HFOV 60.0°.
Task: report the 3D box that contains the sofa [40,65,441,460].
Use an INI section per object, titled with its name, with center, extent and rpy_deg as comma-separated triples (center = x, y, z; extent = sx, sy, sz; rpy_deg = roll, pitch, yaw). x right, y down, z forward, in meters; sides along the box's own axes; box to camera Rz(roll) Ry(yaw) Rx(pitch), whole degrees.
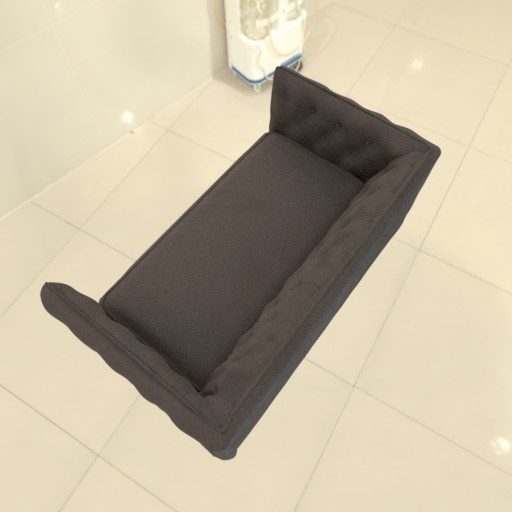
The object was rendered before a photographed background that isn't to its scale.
[sofa]
center = 0.000, 0.000, 2.112
extent = 0.909, 0.810, 1.583
rpy_deg = 34, 68, 16
